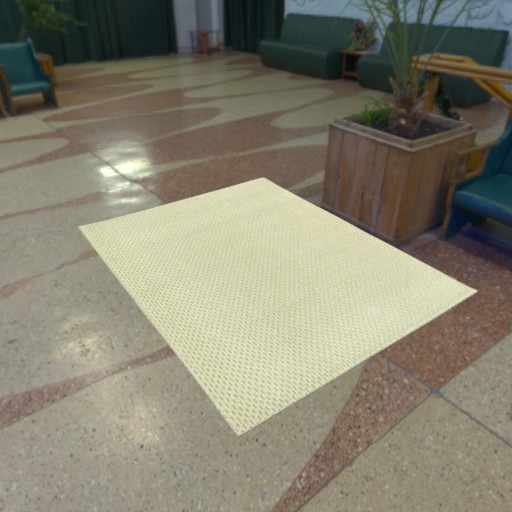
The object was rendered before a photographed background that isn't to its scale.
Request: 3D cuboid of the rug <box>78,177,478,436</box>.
[{"bbox_3d":[0.000,0.000,3.954,2.277,0.035,2.897,-21,38,-29],"label":"rug"}]
